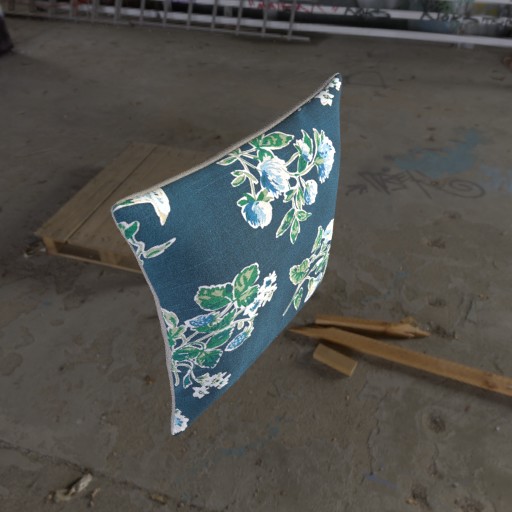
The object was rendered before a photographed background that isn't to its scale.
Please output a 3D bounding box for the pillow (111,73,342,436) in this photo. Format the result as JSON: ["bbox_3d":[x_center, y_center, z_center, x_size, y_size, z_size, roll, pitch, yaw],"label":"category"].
[{"bbox_3d":[0.000,0.000,0.807,0.166,0.508,0.525,26,47,27],"label":"pillow"}]
